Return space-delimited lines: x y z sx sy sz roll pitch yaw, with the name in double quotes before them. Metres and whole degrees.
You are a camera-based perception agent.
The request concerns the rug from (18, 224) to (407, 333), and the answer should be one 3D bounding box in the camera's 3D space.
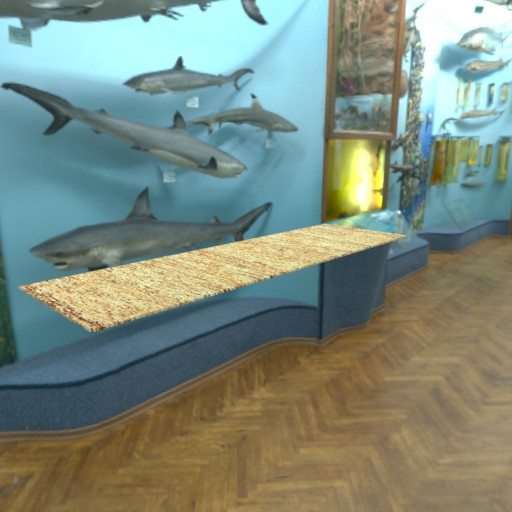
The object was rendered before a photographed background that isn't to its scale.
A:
"rug" 0.000 0.000 2.452 0.680 0.014 2.237 13 19 43
